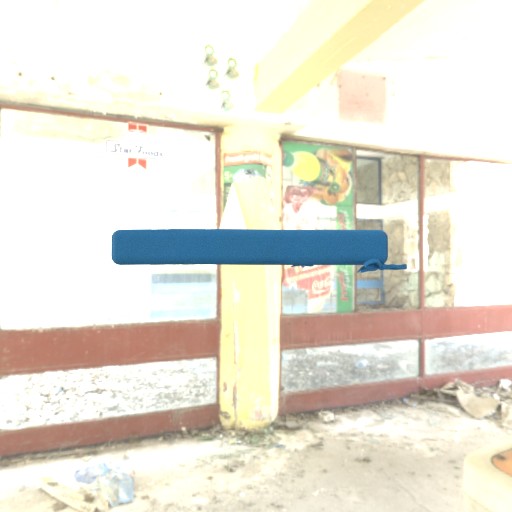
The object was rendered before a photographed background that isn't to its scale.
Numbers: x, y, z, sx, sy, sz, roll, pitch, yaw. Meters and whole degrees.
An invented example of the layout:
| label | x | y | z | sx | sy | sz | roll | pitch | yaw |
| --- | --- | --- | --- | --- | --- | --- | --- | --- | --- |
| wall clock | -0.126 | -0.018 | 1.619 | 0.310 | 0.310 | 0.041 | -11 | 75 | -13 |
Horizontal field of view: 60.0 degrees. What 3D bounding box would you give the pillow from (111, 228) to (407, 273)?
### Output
| label | x | y | z | sx | sy | sz | roll | pitch | yaw |
| --- | --- | --- | --- | --- | --- | --- | --- | --- | --- |
| pillow | 0.000 | 0.000 | 1.286 | 0.492 | 0.081 | 1.187 | 0 | -1 | -1 |
